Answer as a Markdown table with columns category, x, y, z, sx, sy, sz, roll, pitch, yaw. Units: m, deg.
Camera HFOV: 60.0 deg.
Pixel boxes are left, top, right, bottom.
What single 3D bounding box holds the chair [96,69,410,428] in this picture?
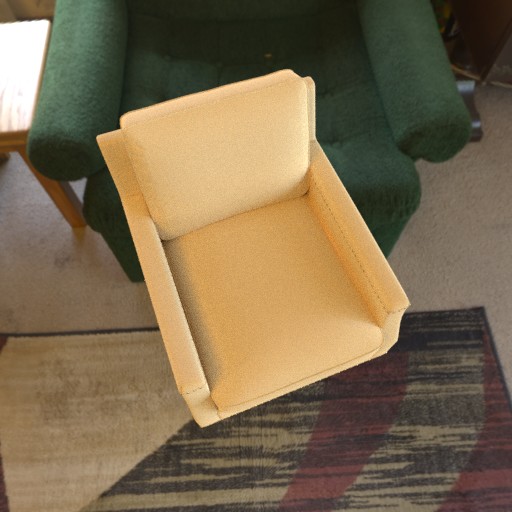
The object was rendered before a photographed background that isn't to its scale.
| category | x | y | z | sx | sy | sz | roll | pitch | yaw |
| --- | --- | --- | --- | --- | --- | --- | --- | --- | --- |
| chair | 0.000 | 0.000 | 1.737 | 0.853 | 0.943 | 1.014 | -19 | 65 | -9 |
